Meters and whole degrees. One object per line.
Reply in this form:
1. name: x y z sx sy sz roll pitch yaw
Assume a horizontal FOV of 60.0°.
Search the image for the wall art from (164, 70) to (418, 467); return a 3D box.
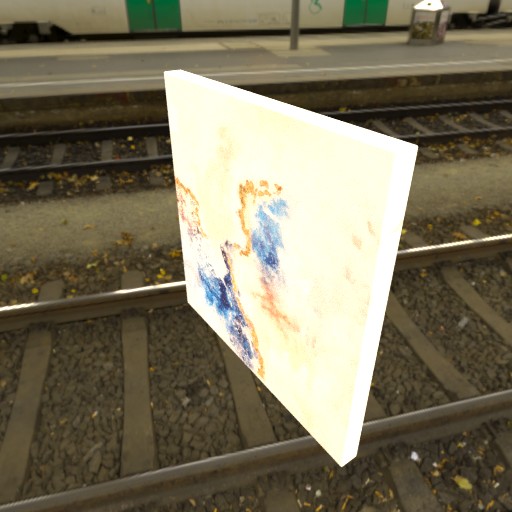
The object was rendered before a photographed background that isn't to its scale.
1. wall art: 0.000 0.000 1.545 0.071 1.061 1.061 -21 38 -29
